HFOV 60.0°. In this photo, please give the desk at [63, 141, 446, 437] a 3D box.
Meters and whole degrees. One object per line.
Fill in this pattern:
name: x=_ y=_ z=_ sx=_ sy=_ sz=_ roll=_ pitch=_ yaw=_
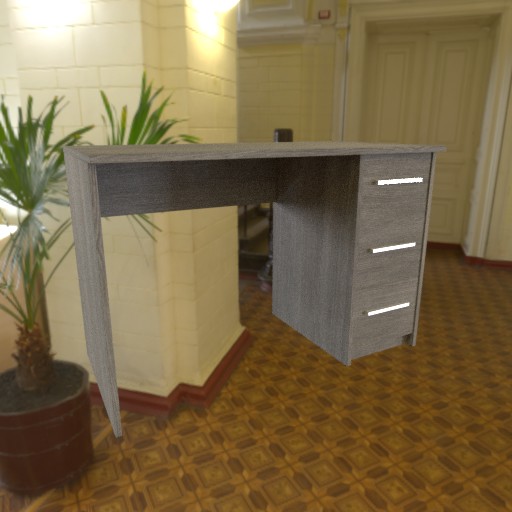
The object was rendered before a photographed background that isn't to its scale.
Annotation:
desk: x=0.000 y=0.000 z=1.522 sx=1.097 sy=0.735 sz=0.560 roll=-8 pitch=18 yaw=-27
